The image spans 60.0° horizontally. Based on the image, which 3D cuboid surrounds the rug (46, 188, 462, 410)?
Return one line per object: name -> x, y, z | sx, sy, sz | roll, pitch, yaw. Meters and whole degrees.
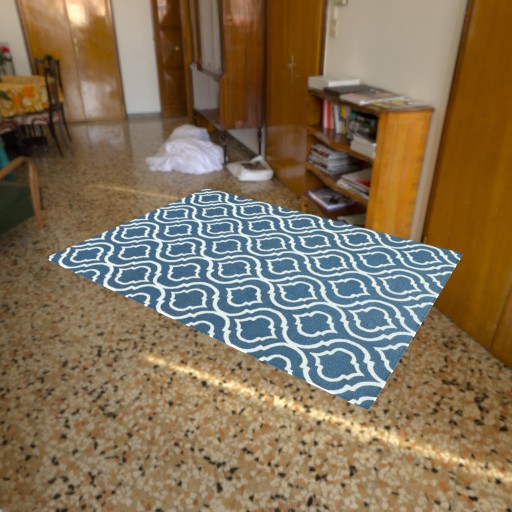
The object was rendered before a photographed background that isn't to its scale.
rug -> 0.000, 0.000, 4.398 | 3.353, 0.010, 2.438 | 18, 34, 30
